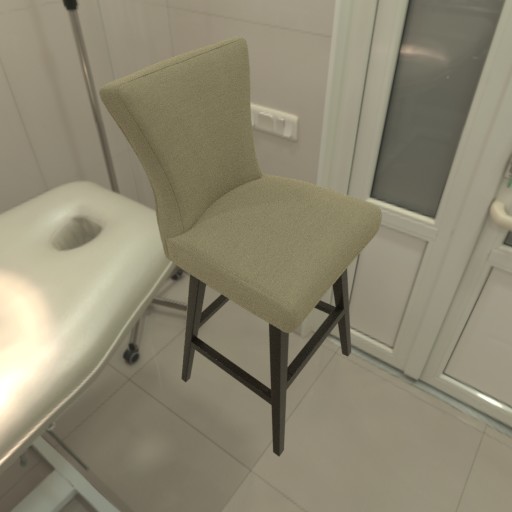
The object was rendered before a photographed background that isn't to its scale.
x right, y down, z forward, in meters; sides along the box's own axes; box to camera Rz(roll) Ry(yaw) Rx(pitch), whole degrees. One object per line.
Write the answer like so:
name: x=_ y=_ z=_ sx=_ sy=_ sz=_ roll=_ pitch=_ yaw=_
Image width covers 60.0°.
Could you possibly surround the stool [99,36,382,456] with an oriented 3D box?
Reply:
stool: x=0.000 y=0.000 z=1.363 sx=0.574 sy=1.086 sz=0.514 roll=25 pitch=47 yaw=26
